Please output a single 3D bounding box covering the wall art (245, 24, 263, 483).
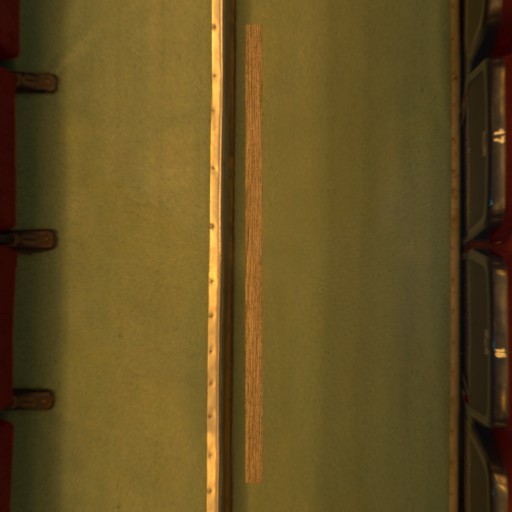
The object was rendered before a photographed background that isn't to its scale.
[{"bbox_3d":[0.000,0.000,0.745,0.019,0.508,0.508,0,89,0],"label":"wall art"}]
